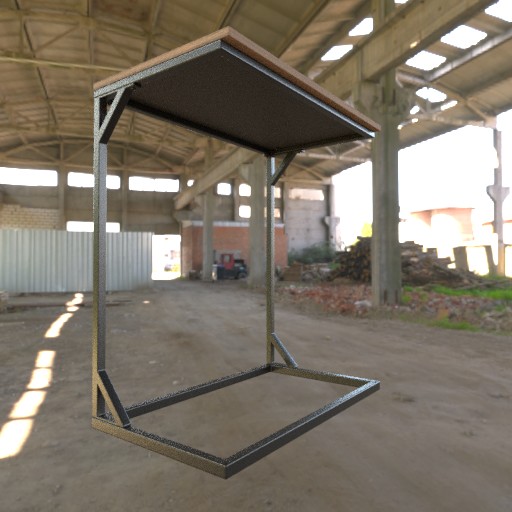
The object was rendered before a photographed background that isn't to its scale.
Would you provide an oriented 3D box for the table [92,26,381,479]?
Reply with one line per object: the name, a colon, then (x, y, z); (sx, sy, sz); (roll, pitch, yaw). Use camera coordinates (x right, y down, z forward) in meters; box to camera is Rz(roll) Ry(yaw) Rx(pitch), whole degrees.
table: (0.000, 0.000, 0.998); (0.351, 0.673, 0.597); (-1, -1, 37)
